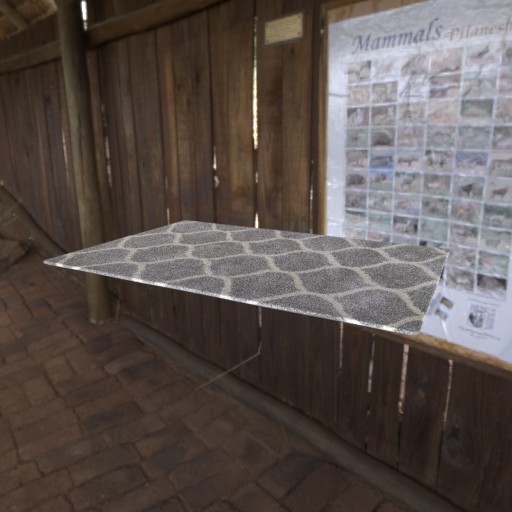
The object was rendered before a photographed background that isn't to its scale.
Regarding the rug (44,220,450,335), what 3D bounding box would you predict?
[{"bbox_3d":[0.000,0.000,3.505,2.701,0.026,1.801,8,18,26],"label":"rug"}]
